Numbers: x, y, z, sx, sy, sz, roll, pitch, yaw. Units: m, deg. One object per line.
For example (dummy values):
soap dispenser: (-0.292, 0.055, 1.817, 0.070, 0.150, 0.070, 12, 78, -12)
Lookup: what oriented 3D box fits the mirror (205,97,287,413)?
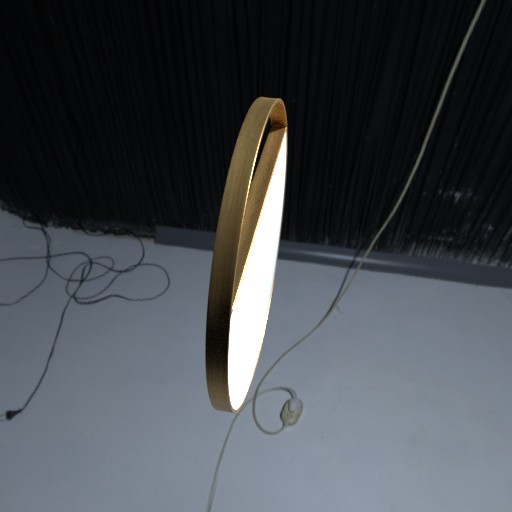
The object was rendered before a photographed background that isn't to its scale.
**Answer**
mirror: (0.000, 0.000, 0.838, 0.032, 0.565, 0.565, 8, 46, 8)
